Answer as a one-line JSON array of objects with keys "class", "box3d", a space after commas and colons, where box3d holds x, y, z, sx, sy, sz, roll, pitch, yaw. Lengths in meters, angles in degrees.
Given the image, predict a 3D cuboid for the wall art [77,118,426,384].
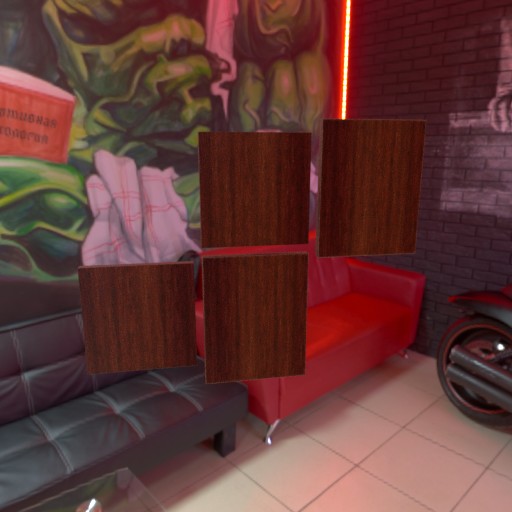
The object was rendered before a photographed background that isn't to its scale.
[{"class": "wall art", "box3d": [0.000, 0.000, 0.836, 0.635, 0.497, 0.030, -2, 14, -10]}]
